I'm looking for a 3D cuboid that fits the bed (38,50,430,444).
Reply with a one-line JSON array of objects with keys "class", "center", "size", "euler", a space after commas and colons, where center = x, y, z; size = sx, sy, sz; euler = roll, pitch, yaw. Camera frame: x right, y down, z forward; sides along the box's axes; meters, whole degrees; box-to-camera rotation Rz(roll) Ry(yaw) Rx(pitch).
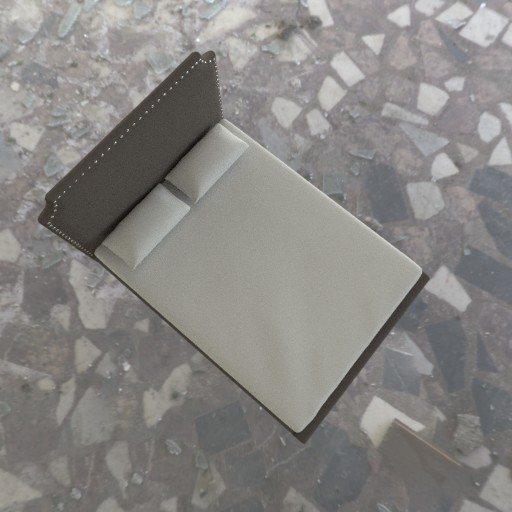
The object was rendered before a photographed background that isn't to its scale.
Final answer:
[{"class": "bed", "center": [0.000, 0.000, 3.432], "size": [2.372, 1.443, 1.713], "euler": [39, 79, 9]}]
